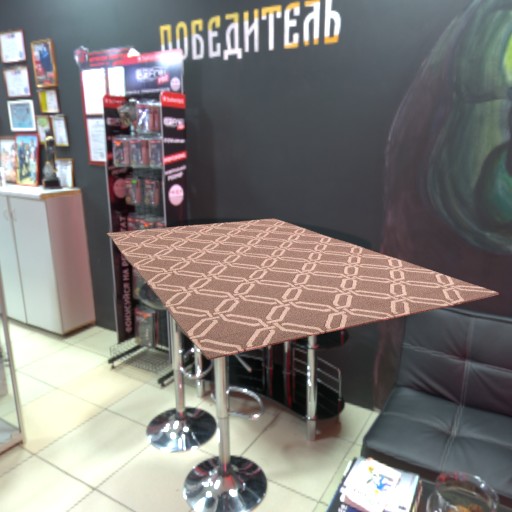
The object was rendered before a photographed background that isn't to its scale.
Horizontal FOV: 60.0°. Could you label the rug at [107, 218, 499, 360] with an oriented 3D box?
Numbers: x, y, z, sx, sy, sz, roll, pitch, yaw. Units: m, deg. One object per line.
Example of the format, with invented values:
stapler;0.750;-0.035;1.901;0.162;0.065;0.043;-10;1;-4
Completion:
rug;0.000;0.000;2.129;1.142;0.010;1.748;-7;16;-25
